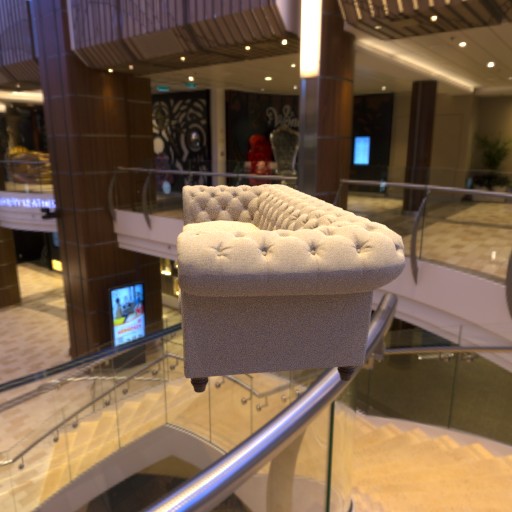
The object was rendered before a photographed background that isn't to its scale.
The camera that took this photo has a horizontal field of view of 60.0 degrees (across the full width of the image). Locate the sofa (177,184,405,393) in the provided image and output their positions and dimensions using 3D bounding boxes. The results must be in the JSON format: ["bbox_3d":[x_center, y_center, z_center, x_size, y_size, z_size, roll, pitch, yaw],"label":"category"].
[{"bbox_3d":[0.000,0.000,3.202,1.076,0.847,2.694,-2,14,-8],"label":"sofa"}]
